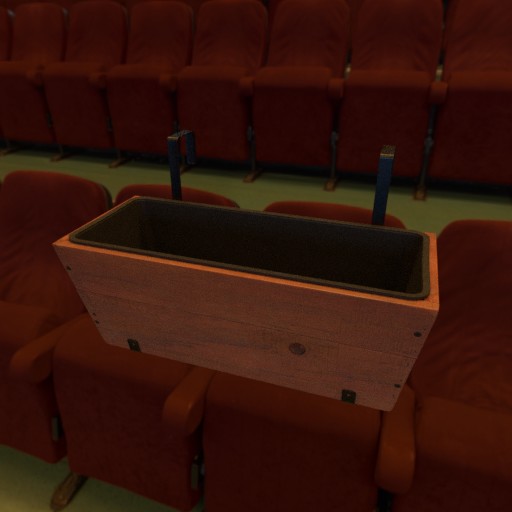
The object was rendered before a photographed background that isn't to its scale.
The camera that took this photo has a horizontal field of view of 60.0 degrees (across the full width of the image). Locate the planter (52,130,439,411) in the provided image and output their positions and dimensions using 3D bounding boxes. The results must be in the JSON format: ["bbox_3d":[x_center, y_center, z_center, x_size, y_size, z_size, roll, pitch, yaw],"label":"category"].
[{"bbox_3d":[0.000,0.000,0.644,0.480,0.289,0.262,9,29,17],"label":"planter"}]
